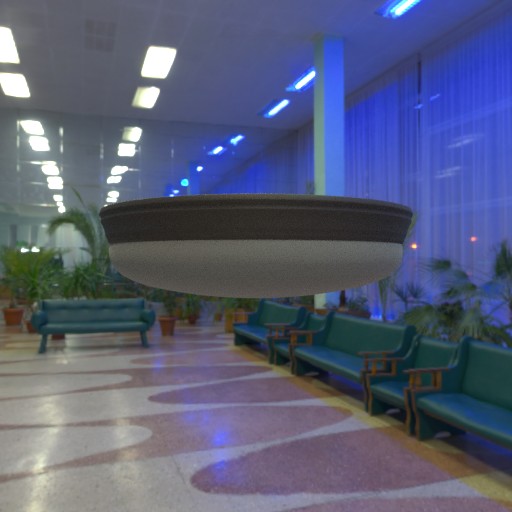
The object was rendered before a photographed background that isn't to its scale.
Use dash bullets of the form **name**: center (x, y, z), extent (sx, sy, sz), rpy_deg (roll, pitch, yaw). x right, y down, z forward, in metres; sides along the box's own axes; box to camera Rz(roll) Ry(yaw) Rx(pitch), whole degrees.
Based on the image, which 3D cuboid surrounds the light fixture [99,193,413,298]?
- **light fixture**: center (0.000, 0.000, 0.550), extent (0.368, 0.100, 0.368), rpy_deg (0, -1, 0)
